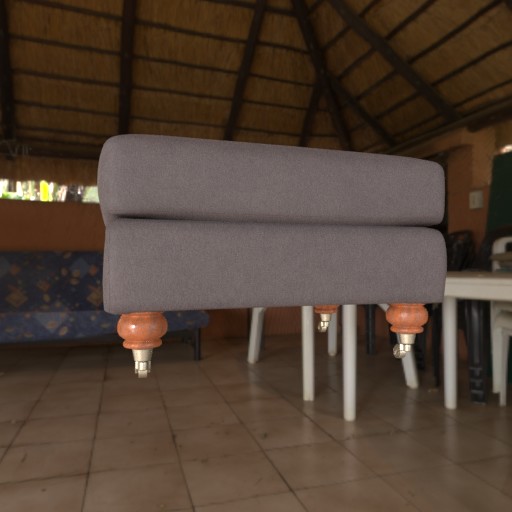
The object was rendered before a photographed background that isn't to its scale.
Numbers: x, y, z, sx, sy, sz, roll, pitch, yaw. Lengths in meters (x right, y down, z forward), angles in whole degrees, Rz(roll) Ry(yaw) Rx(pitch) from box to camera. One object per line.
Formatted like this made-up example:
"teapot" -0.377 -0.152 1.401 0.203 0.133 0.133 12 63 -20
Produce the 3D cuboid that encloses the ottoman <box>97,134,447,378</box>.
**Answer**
"ottoman" 0.000 0.000 1.158 0.773 0.497 0.574 0 -1 -18
